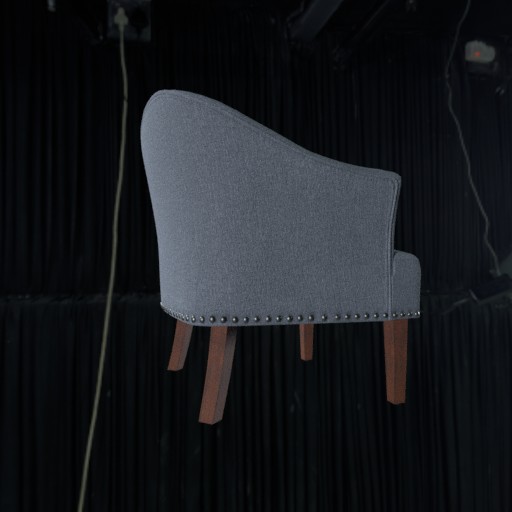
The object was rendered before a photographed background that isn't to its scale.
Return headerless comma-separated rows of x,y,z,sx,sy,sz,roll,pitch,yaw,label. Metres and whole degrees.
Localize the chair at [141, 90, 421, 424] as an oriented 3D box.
0.000,0.000,1.402,0.704,0.815,0.798,0,-1,-18,chair
